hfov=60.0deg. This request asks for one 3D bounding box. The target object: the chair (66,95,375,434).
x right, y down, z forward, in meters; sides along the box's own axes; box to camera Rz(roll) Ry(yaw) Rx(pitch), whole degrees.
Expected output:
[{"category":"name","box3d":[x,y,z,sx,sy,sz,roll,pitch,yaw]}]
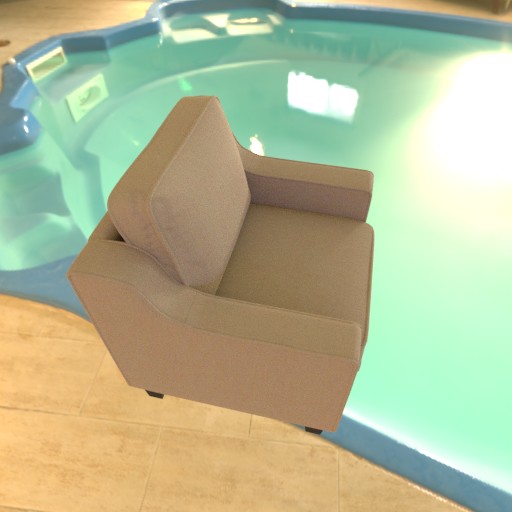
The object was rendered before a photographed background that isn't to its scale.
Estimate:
[{"category":"chair","box3d":[0.000,0.000,1.673,0.882,0.948,0.922,9,47,9]}]
